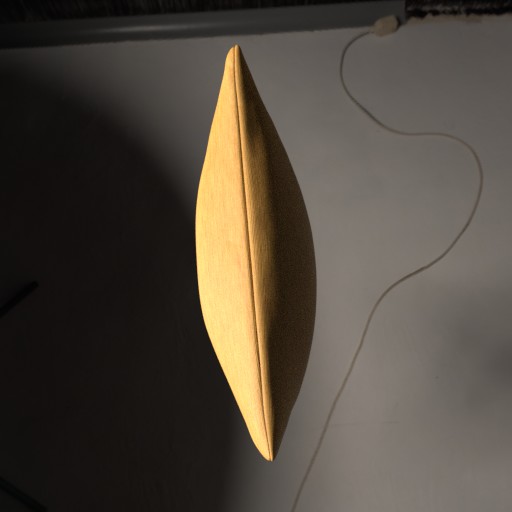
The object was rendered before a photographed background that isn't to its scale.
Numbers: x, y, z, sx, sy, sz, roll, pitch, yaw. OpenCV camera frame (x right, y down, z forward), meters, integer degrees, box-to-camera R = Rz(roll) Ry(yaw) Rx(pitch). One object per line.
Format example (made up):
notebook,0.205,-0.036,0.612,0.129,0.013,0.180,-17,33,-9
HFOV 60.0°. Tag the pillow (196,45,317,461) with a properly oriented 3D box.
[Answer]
pillow,0.000,0.000,0.800,0.210,0.354,0.634,-5,74,-1
